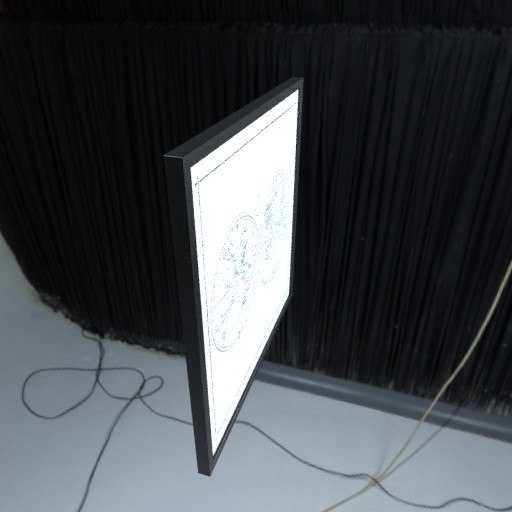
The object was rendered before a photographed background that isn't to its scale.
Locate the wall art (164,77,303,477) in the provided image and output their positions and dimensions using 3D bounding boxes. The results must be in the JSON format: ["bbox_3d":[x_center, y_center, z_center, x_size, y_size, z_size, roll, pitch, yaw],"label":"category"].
[{"bbox_3d":[0.000,0.000,1.171,0.031,0.775,0.773,10,32,16],"label":"wall art"}]
